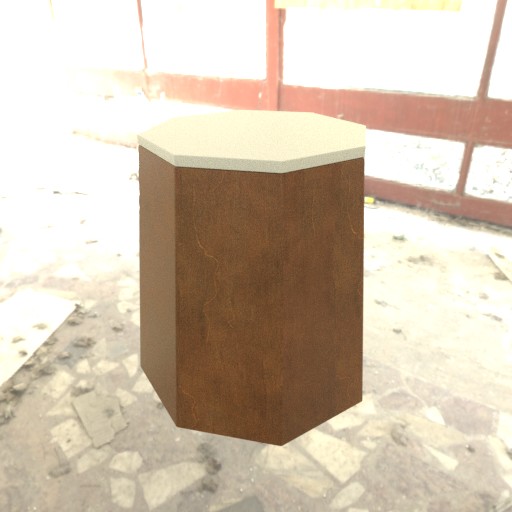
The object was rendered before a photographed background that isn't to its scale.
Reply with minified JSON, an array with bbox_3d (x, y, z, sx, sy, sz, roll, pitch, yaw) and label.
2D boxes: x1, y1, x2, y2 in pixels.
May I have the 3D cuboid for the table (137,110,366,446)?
[{"bbox_3d":[0.000,0.000,0.815,0.439,0.457,0.439,-18,33,-30],"label":"table"}]
